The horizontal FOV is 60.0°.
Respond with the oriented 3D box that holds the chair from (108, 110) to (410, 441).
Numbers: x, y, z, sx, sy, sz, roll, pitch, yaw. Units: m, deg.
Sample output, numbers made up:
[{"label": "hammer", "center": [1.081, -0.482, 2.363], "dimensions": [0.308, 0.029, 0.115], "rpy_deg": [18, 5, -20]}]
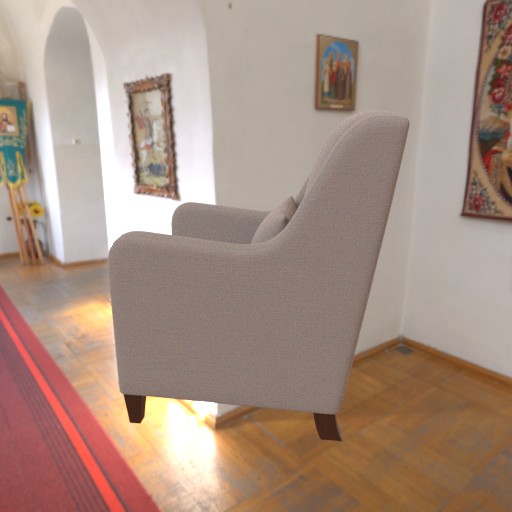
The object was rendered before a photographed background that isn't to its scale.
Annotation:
[{"label": "chair", "center": [0.000, 0.000, 1.644], "dimensions": [0.896, 1.017, 0.715], "rpy_deg": [2, 15, 7]}]
